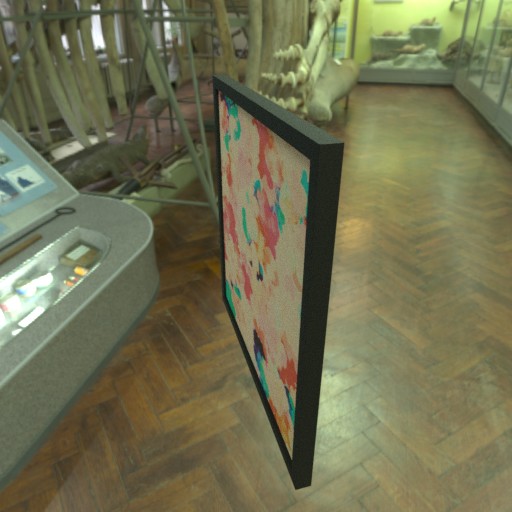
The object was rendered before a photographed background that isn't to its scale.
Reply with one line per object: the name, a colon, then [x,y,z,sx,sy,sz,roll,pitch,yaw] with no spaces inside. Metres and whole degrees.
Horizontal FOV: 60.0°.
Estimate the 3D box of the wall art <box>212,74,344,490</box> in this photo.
wall art: [0.000,0.000,0.445,0.015,0.304,0.306,-8,30,-14]
